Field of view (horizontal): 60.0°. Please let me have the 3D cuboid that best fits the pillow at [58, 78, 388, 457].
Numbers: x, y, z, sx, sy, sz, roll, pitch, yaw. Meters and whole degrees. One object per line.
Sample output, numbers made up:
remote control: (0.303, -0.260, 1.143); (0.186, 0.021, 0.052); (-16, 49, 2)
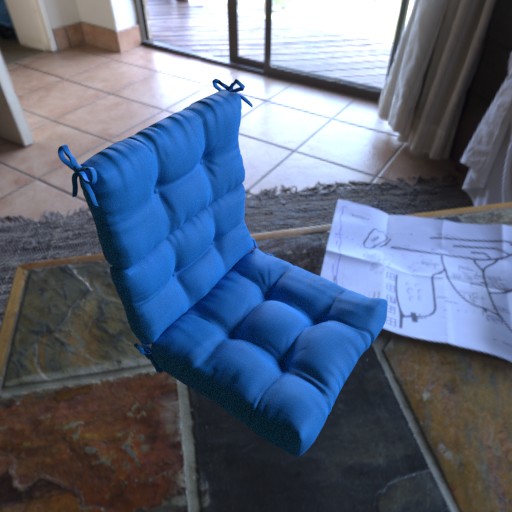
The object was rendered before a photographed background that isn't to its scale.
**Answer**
pillow: (0.000, 0.000, 1.027); (0.571, 0.605, 0.519); (25, 47, 25)
